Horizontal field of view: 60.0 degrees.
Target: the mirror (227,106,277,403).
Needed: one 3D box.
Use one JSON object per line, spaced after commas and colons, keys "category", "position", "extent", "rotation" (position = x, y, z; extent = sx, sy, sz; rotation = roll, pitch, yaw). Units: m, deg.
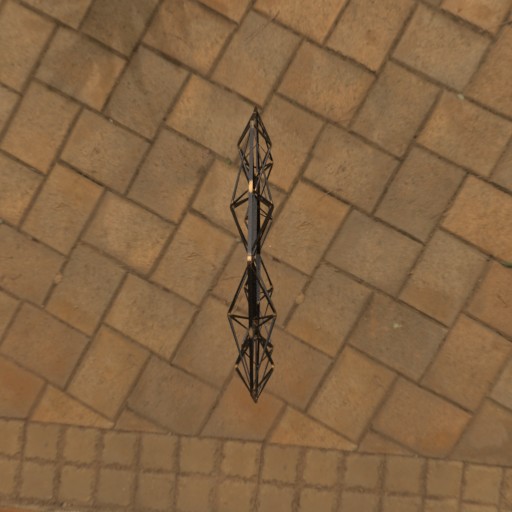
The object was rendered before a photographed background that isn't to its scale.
{"category": "mirror", "position": [0.000, 0.000, 1.061], "extent": [0.094, 0.710, 0.710], "rotation": [0, 91, 2]}
